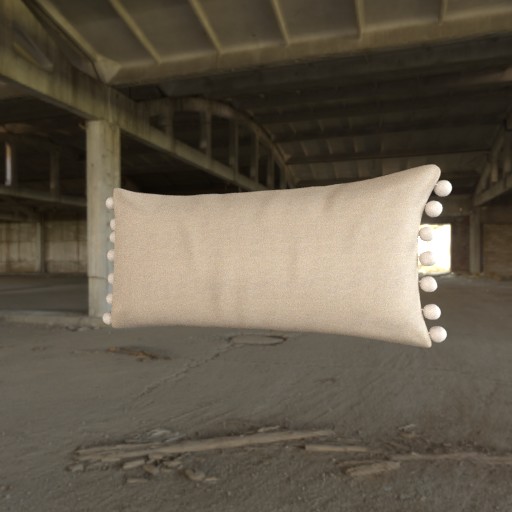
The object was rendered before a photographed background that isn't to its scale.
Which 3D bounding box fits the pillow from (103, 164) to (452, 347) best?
[{"bbox_3d":[0.000,0.000,0.867,0.709,0.322,0.201,0,0,17],"label":"pillow"}]
